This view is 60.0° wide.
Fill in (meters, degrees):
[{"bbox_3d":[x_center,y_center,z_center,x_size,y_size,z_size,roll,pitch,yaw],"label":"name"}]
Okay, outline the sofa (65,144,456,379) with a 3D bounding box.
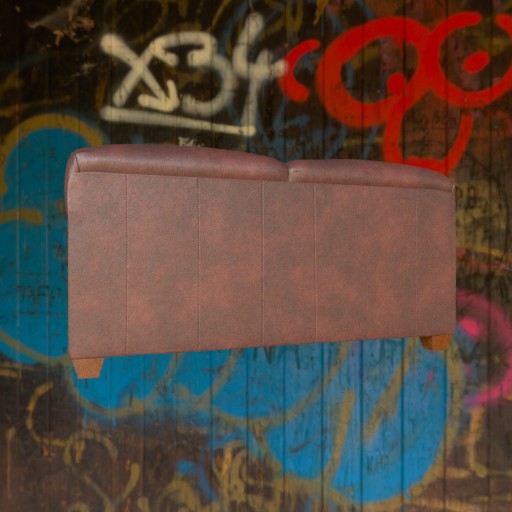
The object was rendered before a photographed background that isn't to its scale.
[{"bbox_3d":[0.000,0.000,2.442,1.856,0.966,1.000,0,1,-17],"label":"sofa"}]
